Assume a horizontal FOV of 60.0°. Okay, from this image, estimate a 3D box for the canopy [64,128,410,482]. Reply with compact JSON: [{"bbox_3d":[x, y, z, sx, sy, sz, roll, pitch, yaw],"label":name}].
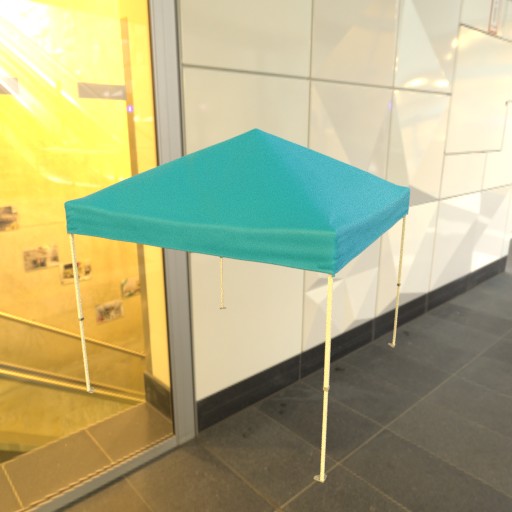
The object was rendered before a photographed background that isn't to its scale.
[{"bbox_3d":[0.000,0.000,5.414,2.996,2.997,2.998,8,18,27],"label":"canopy"}]
